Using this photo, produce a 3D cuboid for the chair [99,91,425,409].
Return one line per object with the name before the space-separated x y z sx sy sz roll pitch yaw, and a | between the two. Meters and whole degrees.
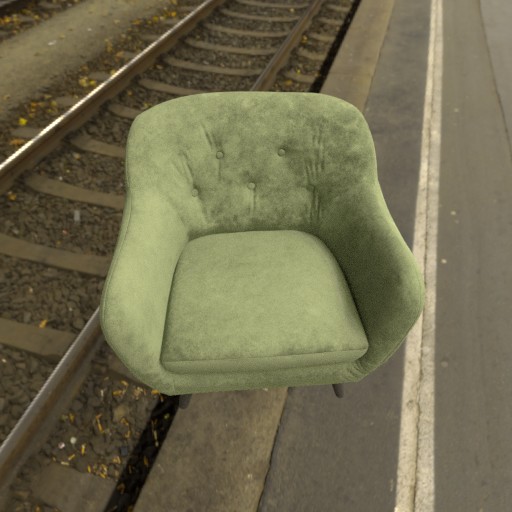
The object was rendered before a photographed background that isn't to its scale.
chair | 0.000 0.000 1.489 0.840 0.804 0.819 -3 45 -3
